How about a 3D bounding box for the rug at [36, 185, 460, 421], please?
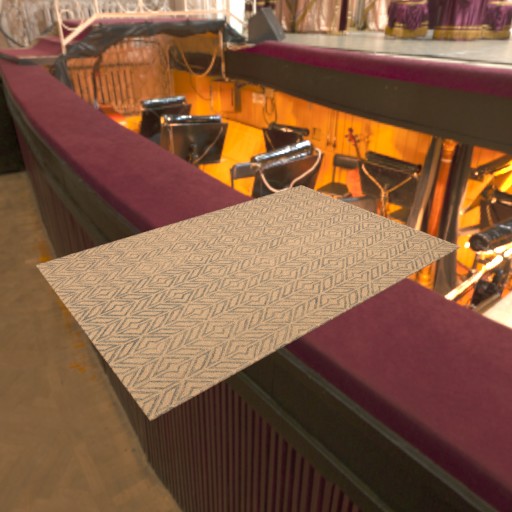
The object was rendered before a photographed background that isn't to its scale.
[{"bbox_3d":[0.000,0.000,2.283,1.824,0.008,1.220,-21,36,-33],"label":"rug"}]
